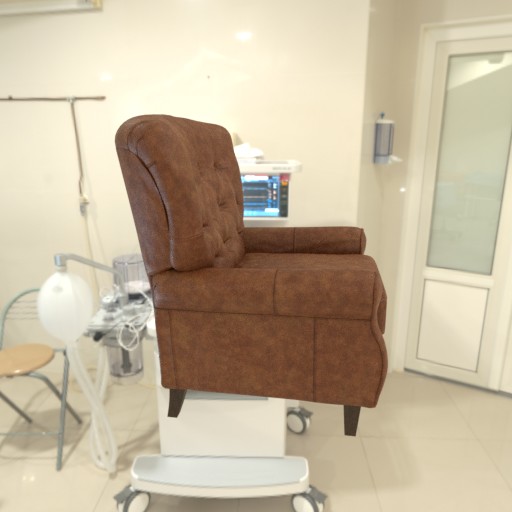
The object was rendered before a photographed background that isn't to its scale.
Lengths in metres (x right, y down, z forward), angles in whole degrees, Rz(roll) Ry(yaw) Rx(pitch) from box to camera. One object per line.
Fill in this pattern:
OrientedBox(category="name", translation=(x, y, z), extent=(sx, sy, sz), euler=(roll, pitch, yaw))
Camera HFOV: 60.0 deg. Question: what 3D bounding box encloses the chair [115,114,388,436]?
OrientedBox(category="chair", translation=(0.000, 0.000, 1.901), extent=(1.059, 1.164, 0.951), euler=(3, 16, 9))
